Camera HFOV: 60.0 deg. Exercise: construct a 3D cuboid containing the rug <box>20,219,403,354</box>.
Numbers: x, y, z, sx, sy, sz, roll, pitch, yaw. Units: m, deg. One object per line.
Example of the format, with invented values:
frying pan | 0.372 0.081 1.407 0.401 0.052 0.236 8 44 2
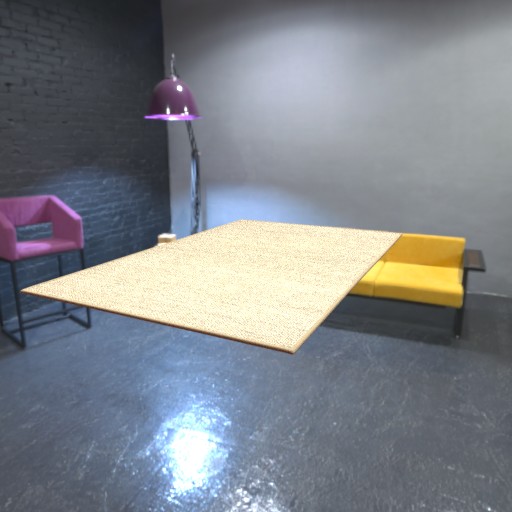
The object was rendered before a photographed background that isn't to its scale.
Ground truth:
rug | 0.000 0.000 2.075 1.062 0.013 1.667 7 16 26
